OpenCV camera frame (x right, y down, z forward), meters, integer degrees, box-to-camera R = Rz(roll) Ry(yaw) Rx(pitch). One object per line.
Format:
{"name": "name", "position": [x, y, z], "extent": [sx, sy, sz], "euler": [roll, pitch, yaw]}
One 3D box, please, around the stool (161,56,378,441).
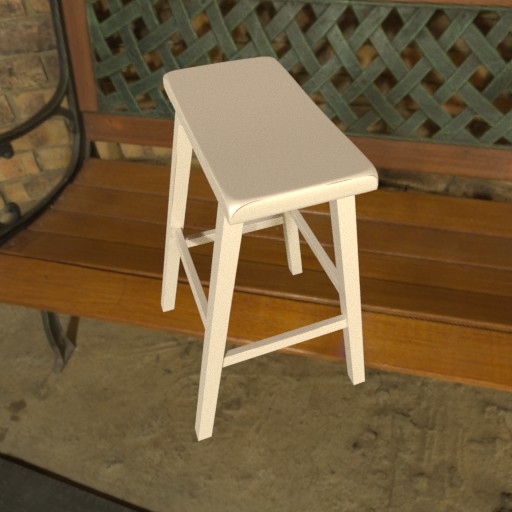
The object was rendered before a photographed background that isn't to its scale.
{"name": "stool", "position": [0.000, 0.000, 1.051], "extent": [0.476, 0.737, 0.457], "euler": [-15, 49, -14]}
